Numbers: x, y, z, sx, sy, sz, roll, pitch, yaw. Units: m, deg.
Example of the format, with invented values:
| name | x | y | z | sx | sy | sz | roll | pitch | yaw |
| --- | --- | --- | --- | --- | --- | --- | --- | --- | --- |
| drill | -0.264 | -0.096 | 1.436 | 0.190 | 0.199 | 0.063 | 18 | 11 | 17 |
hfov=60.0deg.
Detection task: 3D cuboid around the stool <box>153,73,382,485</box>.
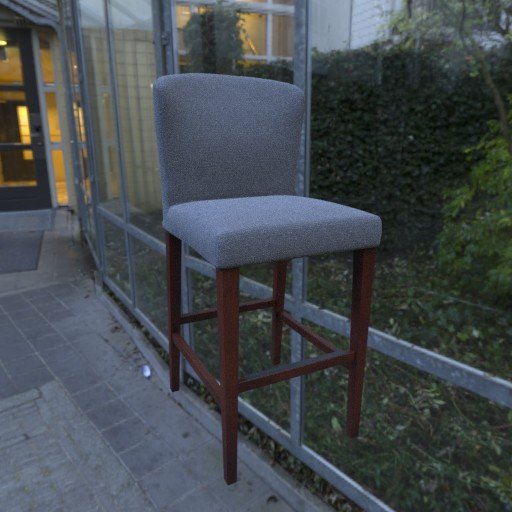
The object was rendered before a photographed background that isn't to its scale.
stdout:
| name | x | y | z | sx | sy | sz | roll | pitch | yaw |
| --- | --- | --- | --- | --- | --- | --- | --- | --- | --- |
| stool | 0.000 | 0.000 | 1.330 | 0.486 | 1.069 | 0.568 | -8 | 17 | -26 |
